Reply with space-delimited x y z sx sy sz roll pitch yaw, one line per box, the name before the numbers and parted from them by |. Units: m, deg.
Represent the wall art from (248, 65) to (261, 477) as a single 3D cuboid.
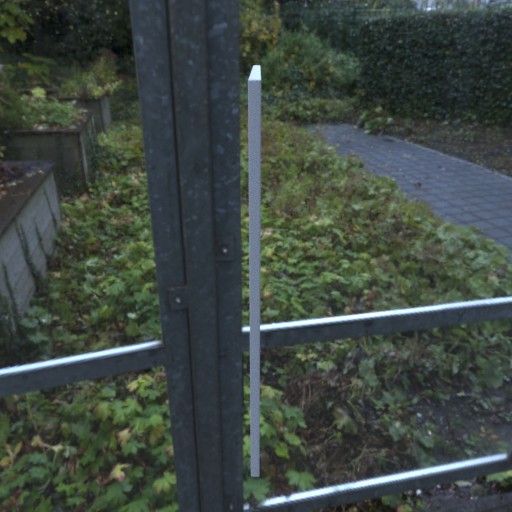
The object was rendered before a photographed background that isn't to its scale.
wall art | 0.000 0.000 0.623 0.011 0.482 0.329 0 25 0
